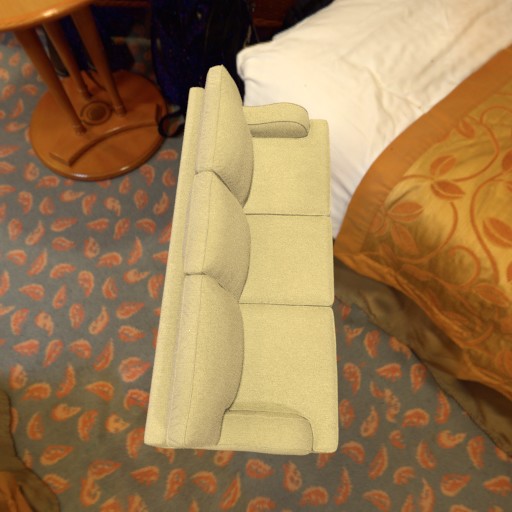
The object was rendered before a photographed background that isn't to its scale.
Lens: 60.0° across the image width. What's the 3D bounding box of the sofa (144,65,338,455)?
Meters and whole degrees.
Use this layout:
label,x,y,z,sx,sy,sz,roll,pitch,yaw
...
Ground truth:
label,x,y,z,sx,sy,sz,roll,pitch,yaw
sofa,0.000,0.000,2.860,1.016,0.991,2.323,2,66,1
